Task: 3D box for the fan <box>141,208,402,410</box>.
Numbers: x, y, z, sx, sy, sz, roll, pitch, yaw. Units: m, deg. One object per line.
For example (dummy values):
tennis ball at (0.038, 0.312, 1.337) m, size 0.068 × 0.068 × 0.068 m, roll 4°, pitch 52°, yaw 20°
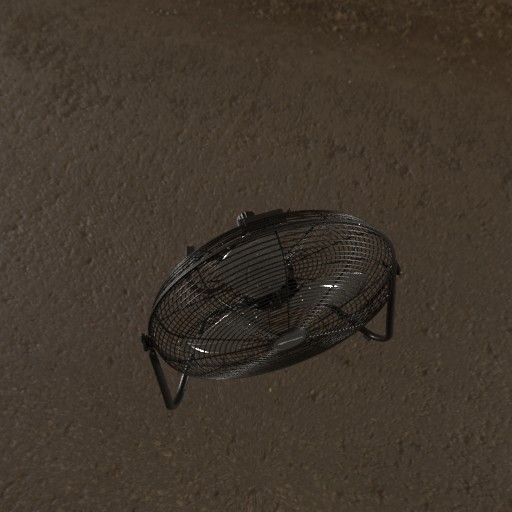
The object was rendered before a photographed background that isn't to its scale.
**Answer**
fan at (0.000, 0.000, 1.014) m, size 0.595 × 0.605 × 0.470 m, roll -16°, pitch 65°, yaw -7°
